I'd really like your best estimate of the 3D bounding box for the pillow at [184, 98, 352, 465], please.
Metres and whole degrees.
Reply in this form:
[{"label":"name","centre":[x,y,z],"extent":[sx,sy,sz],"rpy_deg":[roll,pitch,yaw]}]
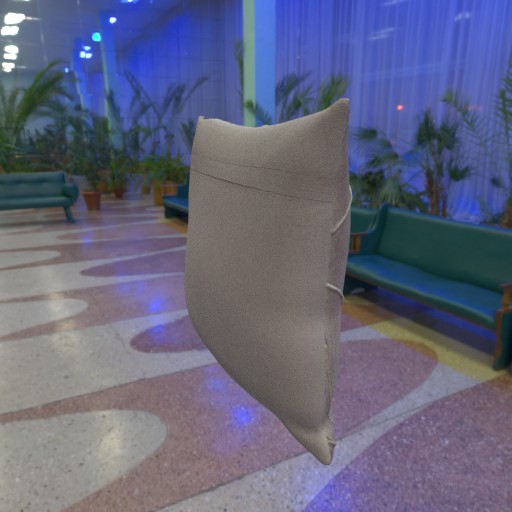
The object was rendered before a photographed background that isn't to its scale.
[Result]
[{"label":"pillow","centre":[0.000,0.000,0.689],"extent":[0.185,0.440,0.439],"rpy_deg":[-8,18,-26]}]
